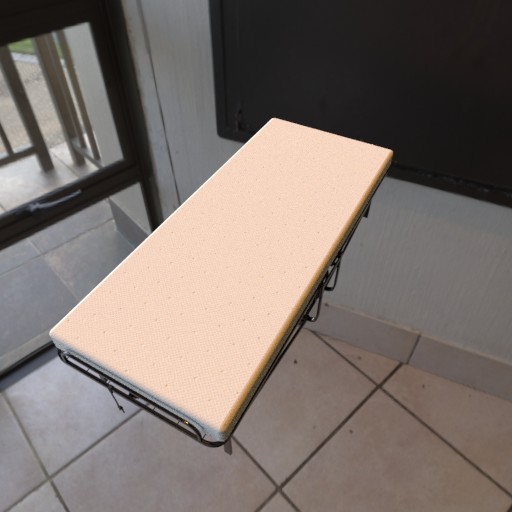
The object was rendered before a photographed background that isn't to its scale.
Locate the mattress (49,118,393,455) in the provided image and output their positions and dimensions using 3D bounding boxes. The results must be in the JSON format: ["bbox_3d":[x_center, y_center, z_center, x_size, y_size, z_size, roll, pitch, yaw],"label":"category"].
[{"bbox_3d":[0.000,0.000,2.549,0.922,0.519,2.153,22,50,20],"label":"mattress"}]
